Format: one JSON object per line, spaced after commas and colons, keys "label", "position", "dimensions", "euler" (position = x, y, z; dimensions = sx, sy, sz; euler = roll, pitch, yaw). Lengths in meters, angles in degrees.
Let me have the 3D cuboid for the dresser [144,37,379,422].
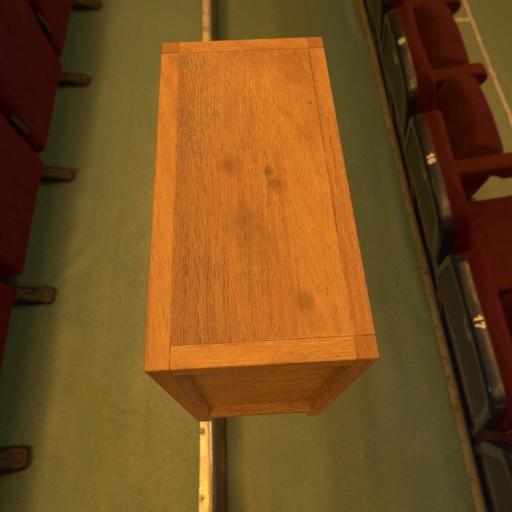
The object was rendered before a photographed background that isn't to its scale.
{"label": "dresser", "position": [0.000, 0.000, 1.282], "dimensions": [0.427, 0.804, 0.804], "euler": [-3, 64, -1]}
